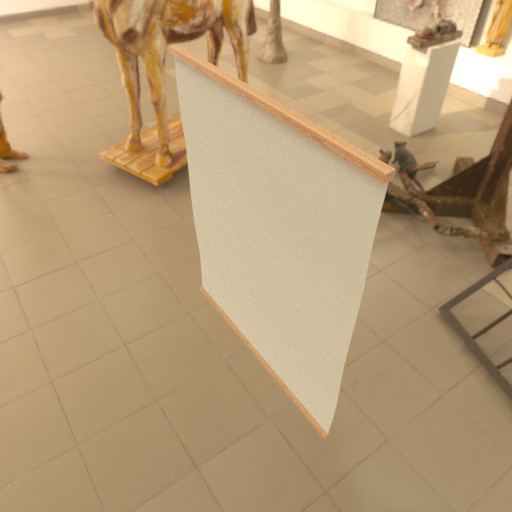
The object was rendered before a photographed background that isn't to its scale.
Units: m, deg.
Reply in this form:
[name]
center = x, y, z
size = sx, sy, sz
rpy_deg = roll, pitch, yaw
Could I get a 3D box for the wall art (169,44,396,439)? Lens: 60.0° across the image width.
[wall art]
center = 0.000, 0.000, 0.679
size = 0.013, 0.508, 0.406
rpy_deg = -26, 49, -25
